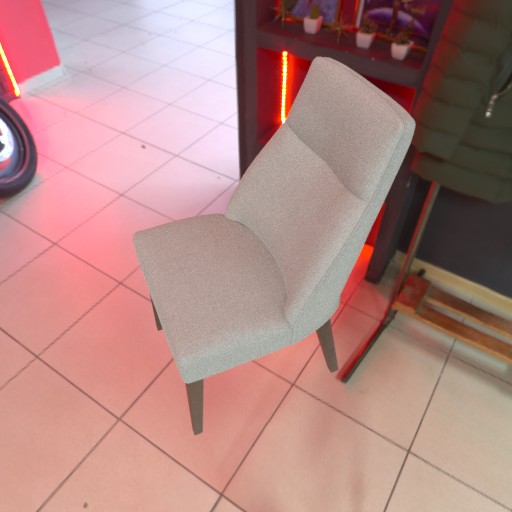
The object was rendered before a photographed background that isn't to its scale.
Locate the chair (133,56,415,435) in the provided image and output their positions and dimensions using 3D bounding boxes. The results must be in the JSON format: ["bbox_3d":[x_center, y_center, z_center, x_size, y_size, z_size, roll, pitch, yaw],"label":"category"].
[{"bbox_3d":[0.000,0.000,1.273,0.620,0.930,0.500,-18,49,-16],"label":"chair"}]
